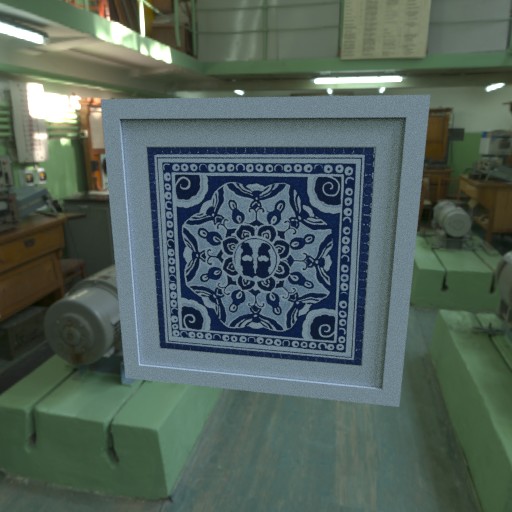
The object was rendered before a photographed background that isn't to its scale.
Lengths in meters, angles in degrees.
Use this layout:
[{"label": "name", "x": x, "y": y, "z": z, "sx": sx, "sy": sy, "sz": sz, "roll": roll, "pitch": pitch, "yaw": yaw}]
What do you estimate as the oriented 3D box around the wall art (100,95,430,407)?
[{"label": "wall art", "x": 0.000, "y": 0.000, "z": 0.829, "sx": 0.559, "sy": 0.559, "sz": 0.028, "roll": 3, "pitch": 16, "yaw": 10}]
